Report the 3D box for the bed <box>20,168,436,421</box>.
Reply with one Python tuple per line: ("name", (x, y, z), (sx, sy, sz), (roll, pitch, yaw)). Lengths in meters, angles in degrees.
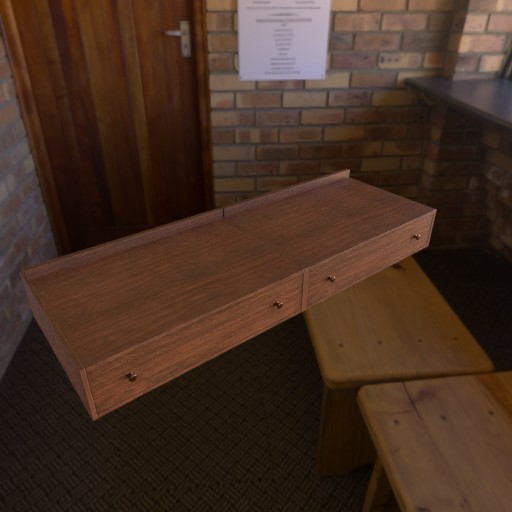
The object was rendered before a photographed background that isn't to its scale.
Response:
("bed", (0.000, 0.000, 2.309), (2.057, 0.326, 0.787), (-22, 37, -32))
